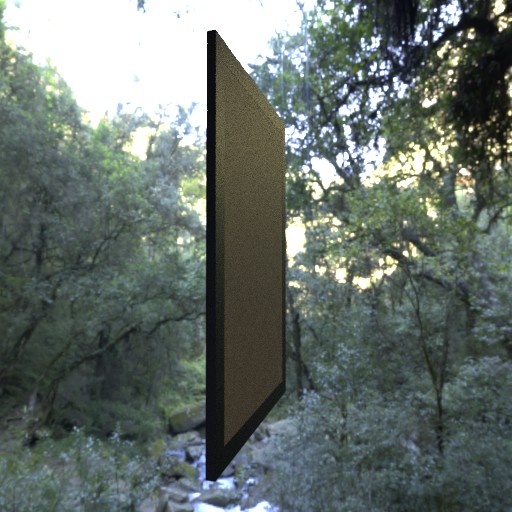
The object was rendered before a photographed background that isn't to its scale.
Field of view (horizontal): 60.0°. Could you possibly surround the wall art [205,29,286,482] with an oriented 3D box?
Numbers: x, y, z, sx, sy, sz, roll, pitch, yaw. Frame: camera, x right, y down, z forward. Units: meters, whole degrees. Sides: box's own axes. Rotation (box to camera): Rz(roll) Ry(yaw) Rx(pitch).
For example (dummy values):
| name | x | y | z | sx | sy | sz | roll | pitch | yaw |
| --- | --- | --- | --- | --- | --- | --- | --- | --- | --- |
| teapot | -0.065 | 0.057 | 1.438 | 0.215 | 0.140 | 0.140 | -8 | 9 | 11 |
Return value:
| name | x | y | z | sx | sy | sz | roll | pitch | yaw |
| --- | --- | --- | --- | --- | --- | --- | --- | --- | --- |
| wall art | 0.000 | 0.000 | 0.706 | 0.013 | 0.534 | 0.381 | 0 | -1 | 16 |
